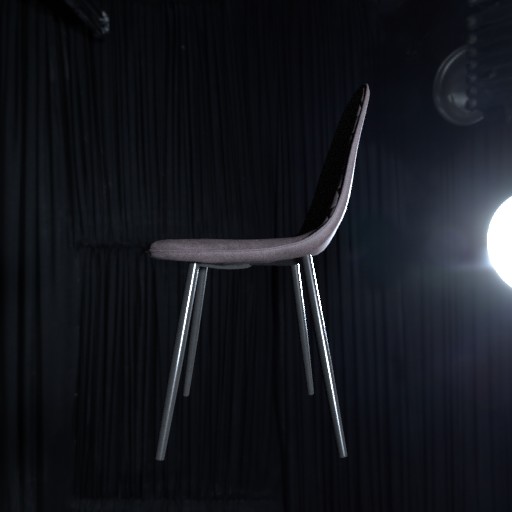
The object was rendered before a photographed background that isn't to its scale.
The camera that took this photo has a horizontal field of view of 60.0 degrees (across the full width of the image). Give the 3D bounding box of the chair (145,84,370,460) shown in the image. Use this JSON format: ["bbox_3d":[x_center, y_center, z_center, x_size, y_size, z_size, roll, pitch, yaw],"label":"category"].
[{"bbox_3d":[0.000,0.000,1.199,0.561,0.889,0.472,0,0,-2],"label":"chair"}]
